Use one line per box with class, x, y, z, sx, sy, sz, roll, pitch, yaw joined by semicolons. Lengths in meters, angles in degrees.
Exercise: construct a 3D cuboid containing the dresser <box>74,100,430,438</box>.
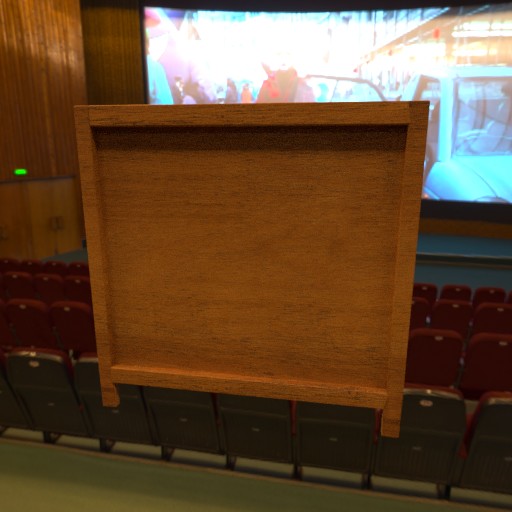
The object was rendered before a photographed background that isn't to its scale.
dresser;0.000;0.000;1.280;0.804;0.804;0.427;3;15;10
